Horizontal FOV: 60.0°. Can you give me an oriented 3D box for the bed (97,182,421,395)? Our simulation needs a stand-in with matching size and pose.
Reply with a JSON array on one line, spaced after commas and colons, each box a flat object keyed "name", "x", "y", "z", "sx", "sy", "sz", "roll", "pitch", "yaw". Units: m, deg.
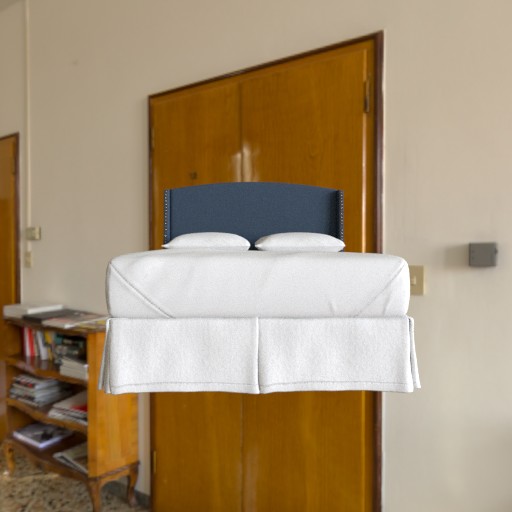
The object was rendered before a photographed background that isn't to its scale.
[{"name": "bed", "x": 0.000, "y": 0.000, "z": 3.313, "sx": 1.710, "sy": 1.407, "sz": 2.237, "roll": 0, "pitch": 1, "yaw": -1}]
